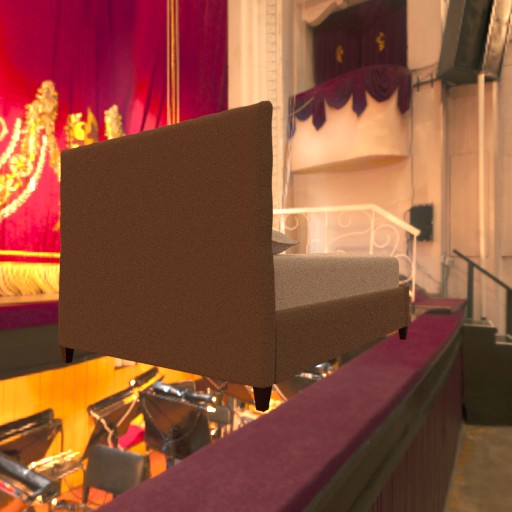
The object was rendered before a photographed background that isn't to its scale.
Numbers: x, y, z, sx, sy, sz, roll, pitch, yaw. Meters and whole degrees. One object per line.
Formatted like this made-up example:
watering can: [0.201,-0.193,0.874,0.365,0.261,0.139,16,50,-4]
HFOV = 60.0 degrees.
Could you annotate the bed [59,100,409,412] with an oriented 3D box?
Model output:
bed: [0.000,0.000,3.382,1.696,1.426,2.233,0,0,35]
